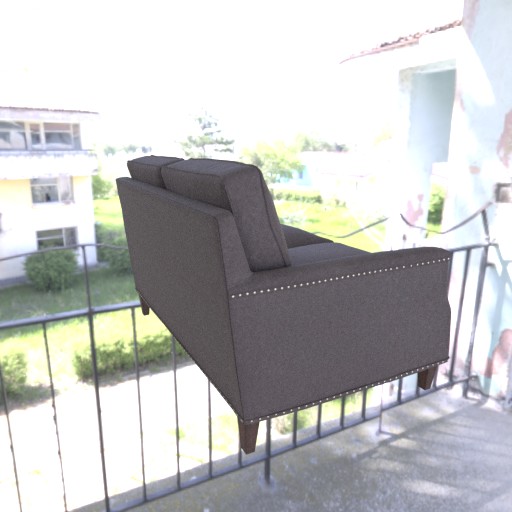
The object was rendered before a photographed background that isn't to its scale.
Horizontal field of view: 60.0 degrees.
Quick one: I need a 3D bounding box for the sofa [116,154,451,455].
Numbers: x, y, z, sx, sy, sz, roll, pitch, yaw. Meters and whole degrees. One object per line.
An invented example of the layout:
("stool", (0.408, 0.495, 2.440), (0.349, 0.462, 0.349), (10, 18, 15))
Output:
("sofa", (0.000, 0.000, 2.257), (1.084, 1.003, 1.597), (-8, 17, -27))
